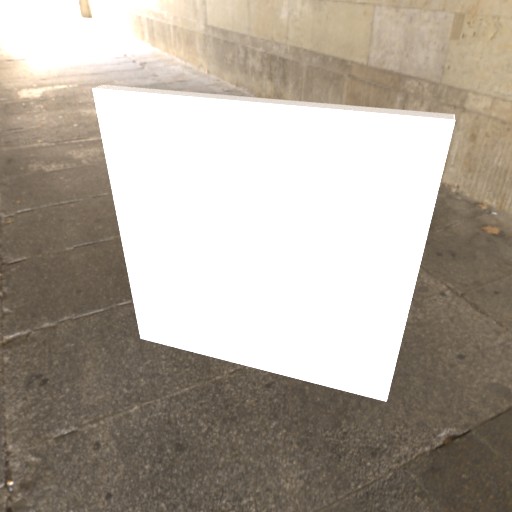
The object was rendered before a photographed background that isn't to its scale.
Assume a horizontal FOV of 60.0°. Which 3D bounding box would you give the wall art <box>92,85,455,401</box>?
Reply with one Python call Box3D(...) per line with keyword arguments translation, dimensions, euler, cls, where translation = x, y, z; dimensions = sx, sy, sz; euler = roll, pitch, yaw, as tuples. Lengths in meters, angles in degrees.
Box3D(translation=(0.000, 0.000, 1.114), dimensions=(0.762, 0.762, 0.040), euler=(10, 35, 16), cls="wall art")
